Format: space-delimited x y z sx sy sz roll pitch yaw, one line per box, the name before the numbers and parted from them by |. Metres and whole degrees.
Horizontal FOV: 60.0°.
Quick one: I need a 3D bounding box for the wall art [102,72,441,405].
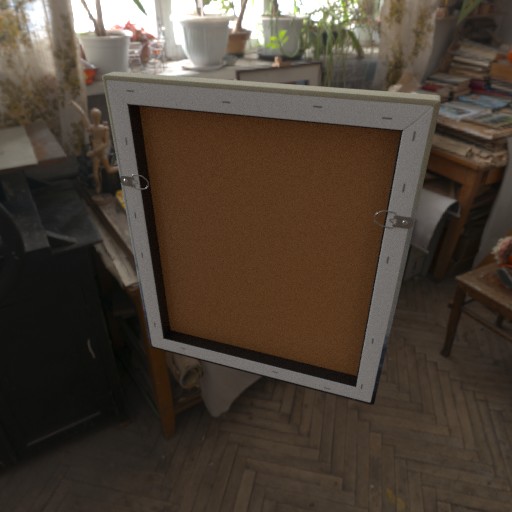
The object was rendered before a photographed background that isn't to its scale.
wall art | 0.000 0.000 0.962 0.608 0.710 0.041 10 34 16
